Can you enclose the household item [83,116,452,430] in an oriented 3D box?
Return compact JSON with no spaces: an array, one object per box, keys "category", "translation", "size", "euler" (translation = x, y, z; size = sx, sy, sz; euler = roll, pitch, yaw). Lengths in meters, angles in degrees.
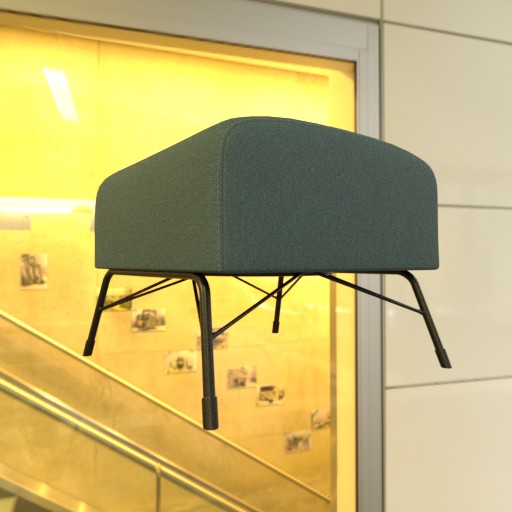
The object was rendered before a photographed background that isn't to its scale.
[{"category":"household item","translation":[0.000,0.000,0.888],"size":[0.530,0.420,0.530],"euler":[1,-1,-36]}]
